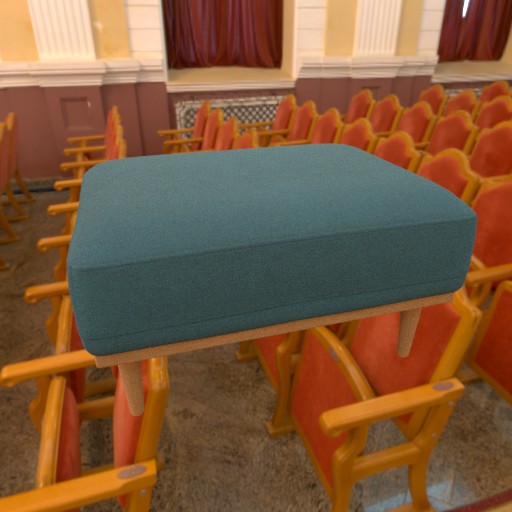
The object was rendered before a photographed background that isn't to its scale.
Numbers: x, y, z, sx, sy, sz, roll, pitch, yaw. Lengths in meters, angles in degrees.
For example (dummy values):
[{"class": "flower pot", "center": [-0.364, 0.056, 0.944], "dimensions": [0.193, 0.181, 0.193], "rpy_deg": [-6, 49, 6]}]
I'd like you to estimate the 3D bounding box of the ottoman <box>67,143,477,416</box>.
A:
[{"class": "ottoman", "center": [0.000, 0.000, 1.028], "dimensions": [0.749, 0.428, 0.549], "rpy_deg": [-8, 28, -15]}]
